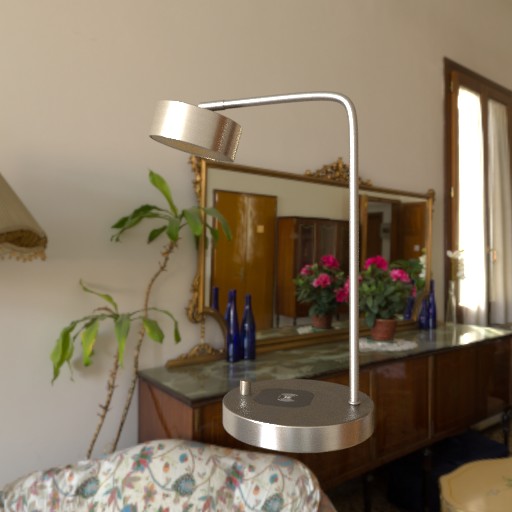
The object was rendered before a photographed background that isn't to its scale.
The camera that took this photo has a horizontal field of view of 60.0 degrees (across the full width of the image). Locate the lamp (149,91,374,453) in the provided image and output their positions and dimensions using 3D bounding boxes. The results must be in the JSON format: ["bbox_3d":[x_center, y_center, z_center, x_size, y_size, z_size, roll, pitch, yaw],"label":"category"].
[{"bbox_3d":[0.000,0.000,0.649,0.334,0.469,0.211,0,-1,17],"label":"lamp"}]
